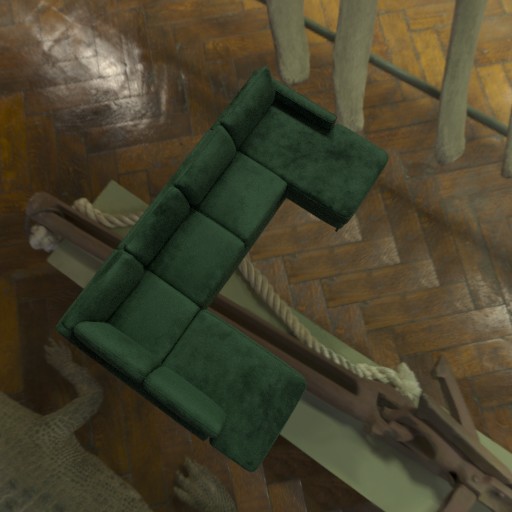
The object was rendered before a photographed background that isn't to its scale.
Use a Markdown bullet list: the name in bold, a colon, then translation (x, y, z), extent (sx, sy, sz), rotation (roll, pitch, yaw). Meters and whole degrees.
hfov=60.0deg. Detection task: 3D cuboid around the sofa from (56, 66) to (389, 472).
- **sofa**: translation (0.000, 0.000, 3.931), extent (1.992, 0.861, 2.994), rotation (34, 79, 7)
